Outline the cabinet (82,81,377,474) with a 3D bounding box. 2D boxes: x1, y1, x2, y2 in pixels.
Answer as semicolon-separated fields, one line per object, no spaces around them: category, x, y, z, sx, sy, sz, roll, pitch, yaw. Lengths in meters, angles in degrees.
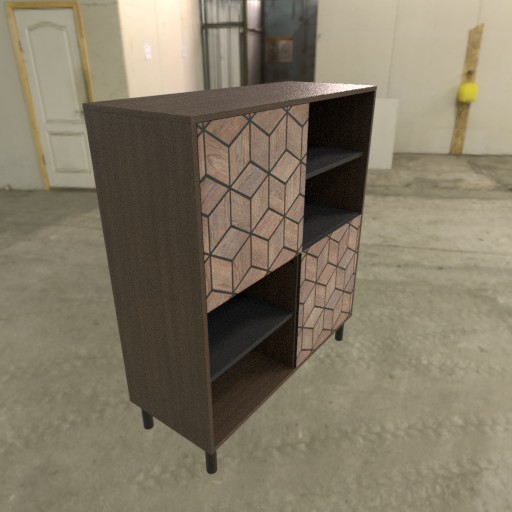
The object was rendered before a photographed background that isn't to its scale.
cabinet;0.000;0.000;1.687;0.400;1.170;1.010;18;31;33
